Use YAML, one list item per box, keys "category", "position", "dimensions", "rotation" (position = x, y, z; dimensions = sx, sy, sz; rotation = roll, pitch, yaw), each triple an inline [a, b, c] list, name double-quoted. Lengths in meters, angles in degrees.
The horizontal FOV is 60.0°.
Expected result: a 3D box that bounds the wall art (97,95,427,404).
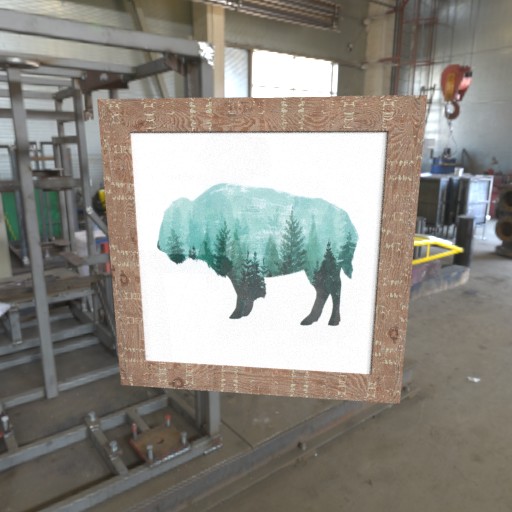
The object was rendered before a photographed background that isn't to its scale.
- category: "wall art"
  position: [0.000, 0.000, 0.564]
  dimensions: [0.380, 0.380, 0.022]
  rotation: [2, 14, 7]
